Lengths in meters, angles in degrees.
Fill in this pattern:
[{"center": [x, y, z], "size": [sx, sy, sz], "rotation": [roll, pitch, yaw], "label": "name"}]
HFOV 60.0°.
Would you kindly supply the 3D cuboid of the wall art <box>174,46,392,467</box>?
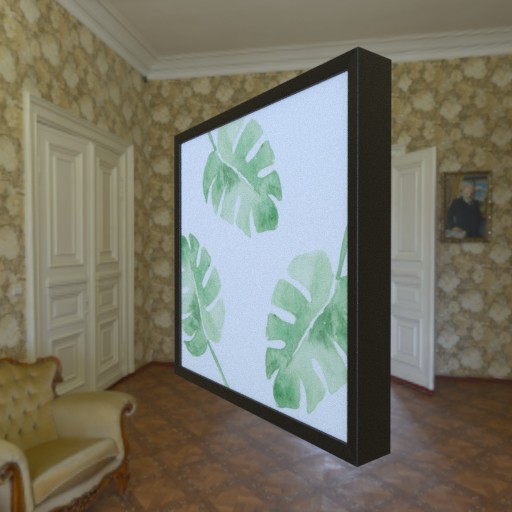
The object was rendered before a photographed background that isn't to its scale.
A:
[{"center": [0.000, 0.000, 0.454], "size": [0.038, 0.304, 0.304], "rotation": [0, 1, -36], "label": "wall art"}]
